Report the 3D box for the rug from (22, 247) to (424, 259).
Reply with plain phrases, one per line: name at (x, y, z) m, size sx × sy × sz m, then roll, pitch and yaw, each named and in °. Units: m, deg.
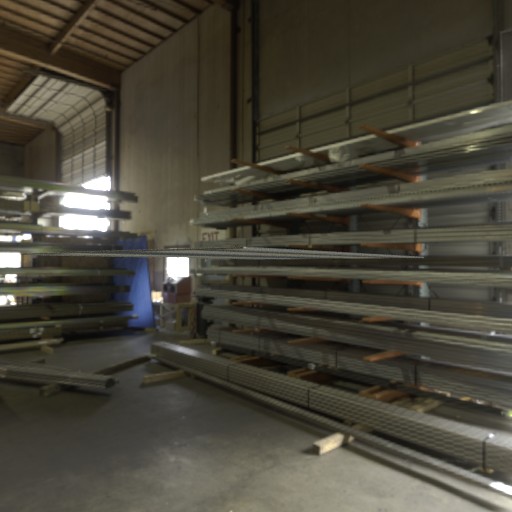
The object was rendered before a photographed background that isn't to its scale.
rug at (0.000, 0.000, 2.348) m, size 1.234 × 0.006 × 1.854 m, roll -1°, pitch -1°, yaw 36°
